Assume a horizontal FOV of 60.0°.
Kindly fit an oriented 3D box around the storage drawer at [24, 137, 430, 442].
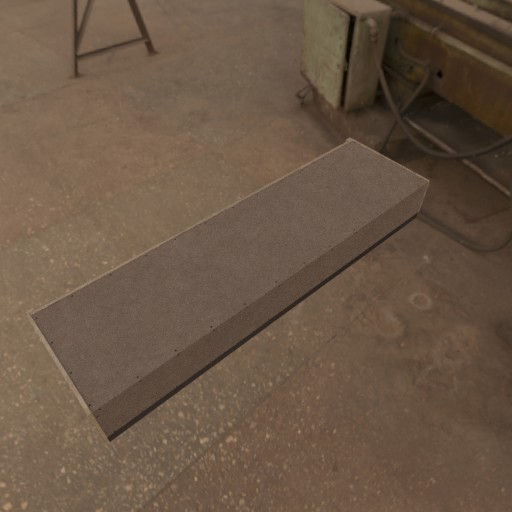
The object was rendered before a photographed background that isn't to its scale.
[{"bbox_3d":[0.000,0.000,2.278,2.072,0.274,0.591,-32,54,-27],"label":"storage drawer"}]
